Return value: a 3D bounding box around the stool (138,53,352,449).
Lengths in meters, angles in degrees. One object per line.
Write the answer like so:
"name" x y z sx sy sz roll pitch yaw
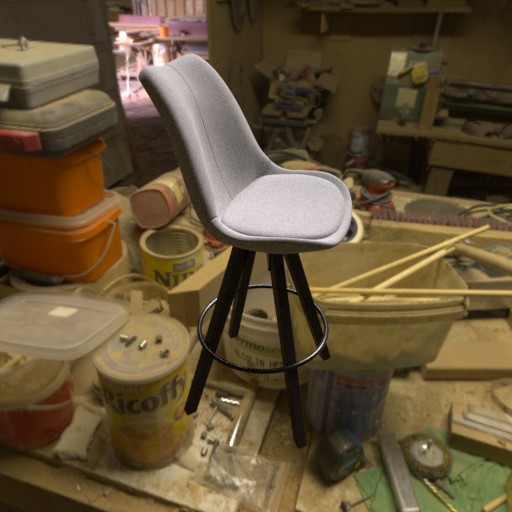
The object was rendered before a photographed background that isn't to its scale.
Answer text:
"stool" 0.000 0.000 1.392 0.550 1.115 0.485 10 33 16
